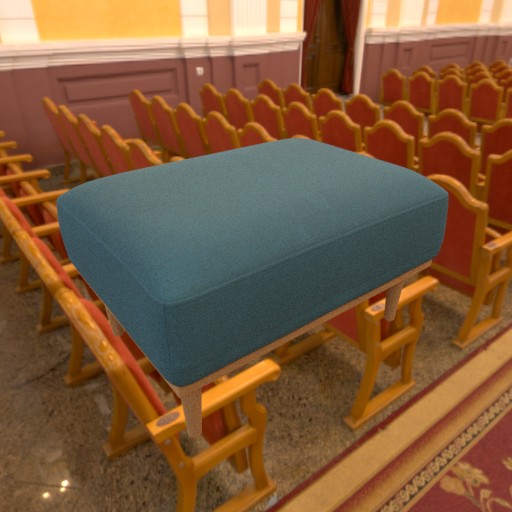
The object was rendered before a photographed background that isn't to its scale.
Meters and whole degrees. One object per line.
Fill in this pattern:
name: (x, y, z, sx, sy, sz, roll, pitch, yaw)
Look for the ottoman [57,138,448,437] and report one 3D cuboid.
ottoman: (0.000, 0.000, 1.071, 0.749, 0.428, 0.549, -21, 35, -32)
